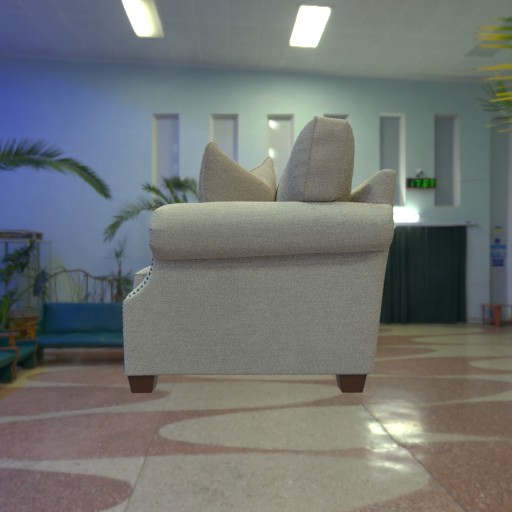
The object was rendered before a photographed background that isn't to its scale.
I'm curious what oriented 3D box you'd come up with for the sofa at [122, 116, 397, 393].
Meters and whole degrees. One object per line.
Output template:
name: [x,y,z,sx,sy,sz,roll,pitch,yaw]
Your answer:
sofa: [0.000,0.000,2.294,0.966,0.966,1.701,0,0,-1]
